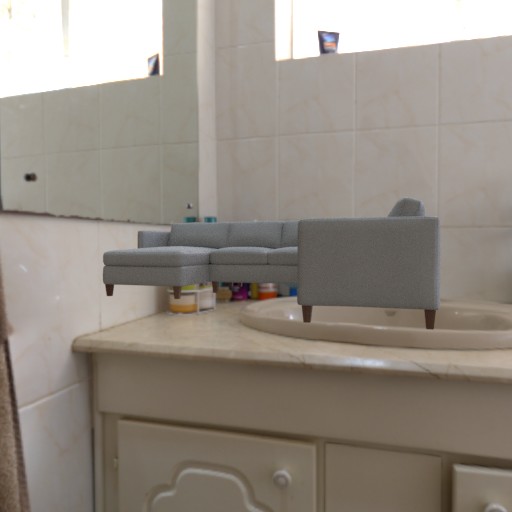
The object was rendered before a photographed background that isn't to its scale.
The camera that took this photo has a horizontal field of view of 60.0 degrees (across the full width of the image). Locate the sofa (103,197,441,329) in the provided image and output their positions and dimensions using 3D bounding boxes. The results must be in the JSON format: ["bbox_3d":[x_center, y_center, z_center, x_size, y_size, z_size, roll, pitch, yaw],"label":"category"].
[{"bbox_3d":[0.000,0.000,4.409,3.238,0.853,2.551,0,1,18],"label":"sofa"}]
